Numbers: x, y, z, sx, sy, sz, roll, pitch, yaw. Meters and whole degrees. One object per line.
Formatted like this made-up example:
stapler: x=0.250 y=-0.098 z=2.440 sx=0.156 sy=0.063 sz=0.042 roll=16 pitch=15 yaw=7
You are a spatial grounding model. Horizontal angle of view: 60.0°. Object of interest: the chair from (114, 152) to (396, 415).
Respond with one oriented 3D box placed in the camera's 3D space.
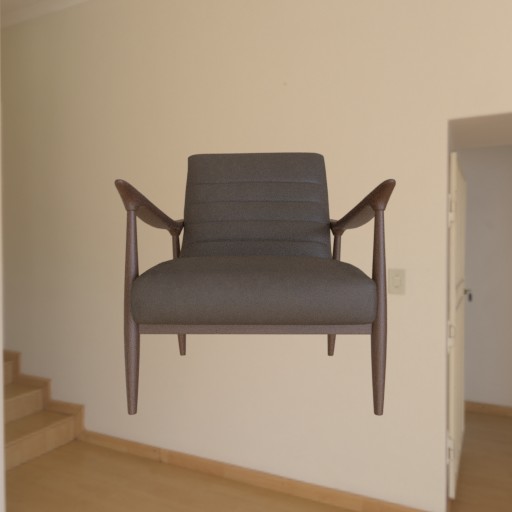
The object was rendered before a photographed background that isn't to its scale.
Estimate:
chair: x=0.000 y=0.000 z=1.469 sx=0.741 sy=0.831 sz=0.798 roll=0 pitch=1 yaw=0
